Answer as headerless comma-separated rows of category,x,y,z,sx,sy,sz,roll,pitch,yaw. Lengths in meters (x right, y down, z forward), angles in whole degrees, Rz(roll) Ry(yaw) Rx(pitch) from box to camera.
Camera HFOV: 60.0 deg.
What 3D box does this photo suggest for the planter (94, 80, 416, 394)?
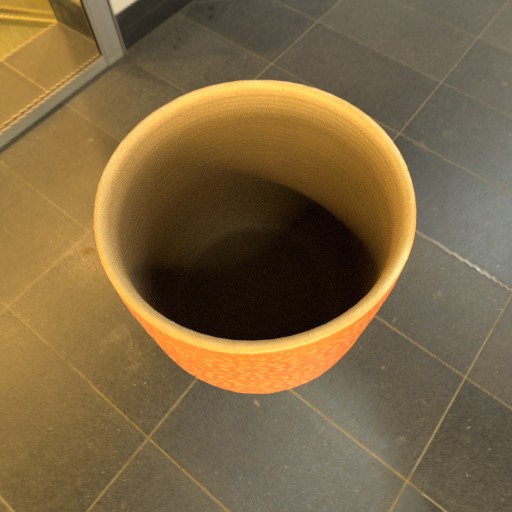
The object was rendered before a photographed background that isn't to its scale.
planter,0.000,0.000,0.290,0.170,0.152,0.170,0,64,0
